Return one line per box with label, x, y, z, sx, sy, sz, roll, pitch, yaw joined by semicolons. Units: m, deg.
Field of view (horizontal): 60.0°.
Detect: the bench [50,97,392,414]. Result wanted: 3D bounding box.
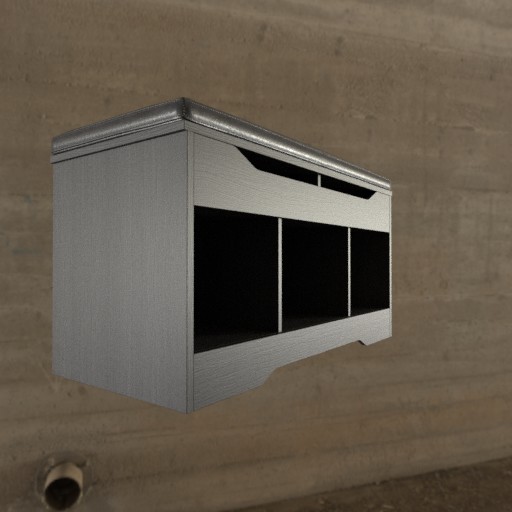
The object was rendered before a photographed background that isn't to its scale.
bench;0.000;0.000;1.165;0.401;0.501;0.905;0;-1;37
